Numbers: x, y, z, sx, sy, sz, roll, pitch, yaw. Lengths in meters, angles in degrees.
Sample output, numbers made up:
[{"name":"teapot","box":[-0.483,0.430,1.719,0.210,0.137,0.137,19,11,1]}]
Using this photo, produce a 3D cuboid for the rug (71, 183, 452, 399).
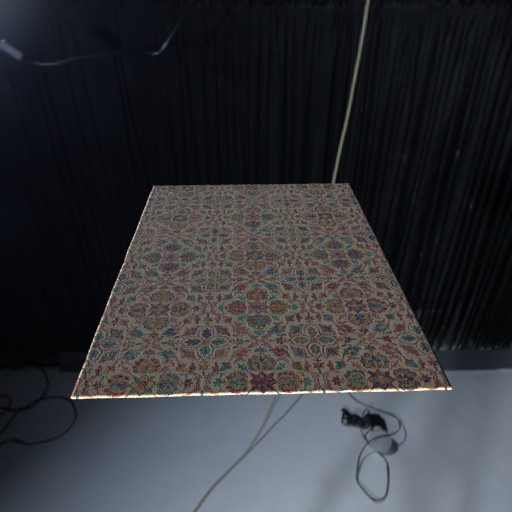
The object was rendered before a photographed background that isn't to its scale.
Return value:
[{"name":"rug","box":[0.000,0.000,4.171,2.446,0.020,3.215,-1,33,-1]}]
